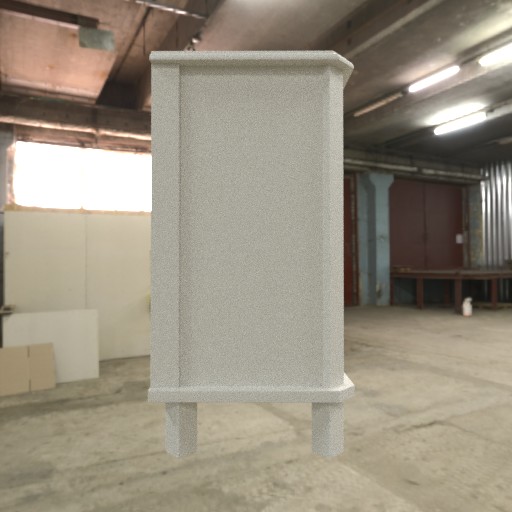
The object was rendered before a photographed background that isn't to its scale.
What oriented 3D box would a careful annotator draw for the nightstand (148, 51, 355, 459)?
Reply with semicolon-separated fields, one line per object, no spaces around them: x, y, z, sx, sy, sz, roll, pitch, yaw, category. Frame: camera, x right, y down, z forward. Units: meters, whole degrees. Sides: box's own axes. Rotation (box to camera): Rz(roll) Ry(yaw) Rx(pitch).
0.000;0.000;0.943;0.351;0.681;0.435;0;-1;0;nightstand
